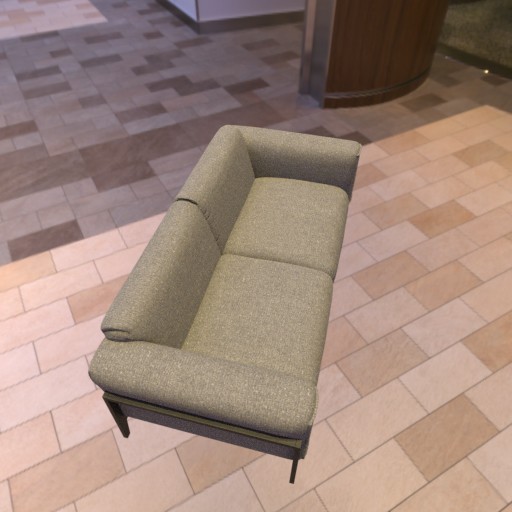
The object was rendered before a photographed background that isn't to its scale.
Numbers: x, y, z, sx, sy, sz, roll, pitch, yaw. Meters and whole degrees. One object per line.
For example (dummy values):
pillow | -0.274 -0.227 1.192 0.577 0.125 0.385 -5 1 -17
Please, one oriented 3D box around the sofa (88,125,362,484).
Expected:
sofa | 0.000 0.000 2.606 0.985 0.703 2.125 11 47 10
